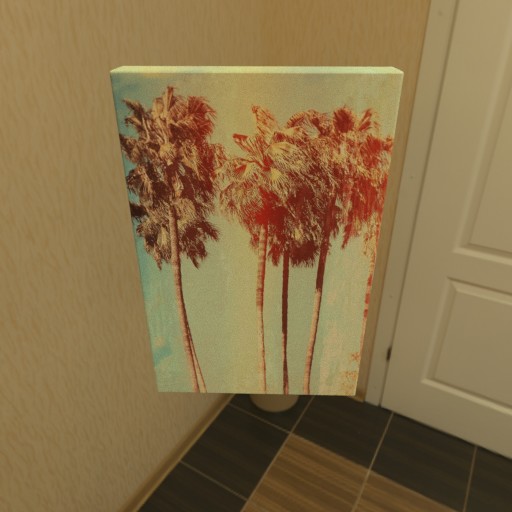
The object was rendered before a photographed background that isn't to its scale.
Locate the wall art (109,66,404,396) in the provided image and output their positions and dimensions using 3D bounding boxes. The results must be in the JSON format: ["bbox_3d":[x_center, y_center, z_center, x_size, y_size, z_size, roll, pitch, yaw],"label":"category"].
[{"bbox_3d":[0.000,0.000,0.485,0.251,0.380,0.039,1,29,1],"label":"wall art"}]
